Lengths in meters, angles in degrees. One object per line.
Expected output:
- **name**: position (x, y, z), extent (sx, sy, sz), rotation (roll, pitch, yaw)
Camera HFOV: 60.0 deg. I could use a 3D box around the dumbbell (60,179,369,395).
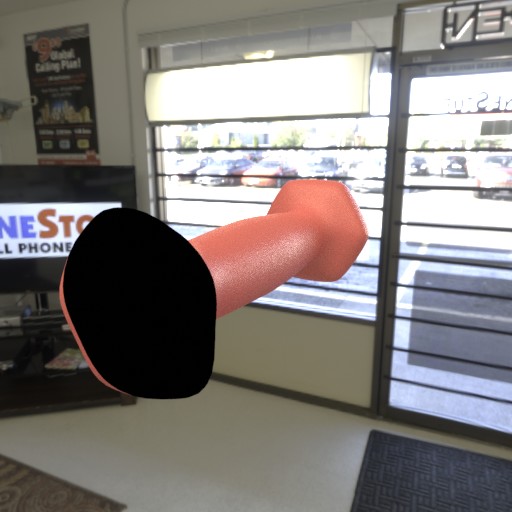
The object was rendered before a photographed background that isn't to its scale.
- **dumbbell**: position (0.000, 0.000, 0.144), extent (0.047, 0.043, 0.123), rotation (7, 15, 27)
